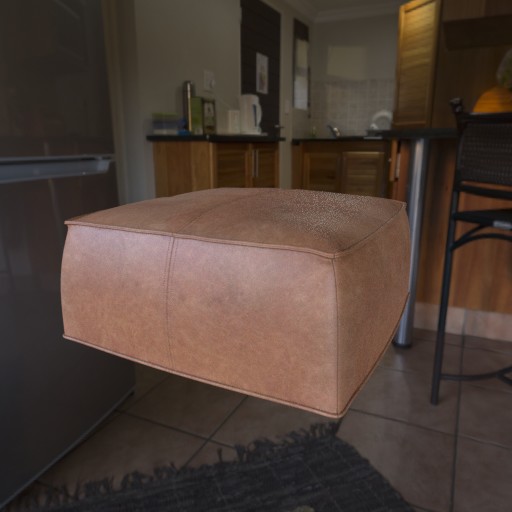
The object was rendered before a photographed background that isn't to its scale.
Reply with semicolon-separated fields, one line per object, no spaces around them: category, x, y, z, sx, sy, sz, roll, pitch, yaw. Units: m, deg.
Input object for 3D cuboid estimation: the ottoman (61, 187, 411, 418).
ottoman;0.000;0.000;1.431;0.901;0.395;0.902;8;17;27
